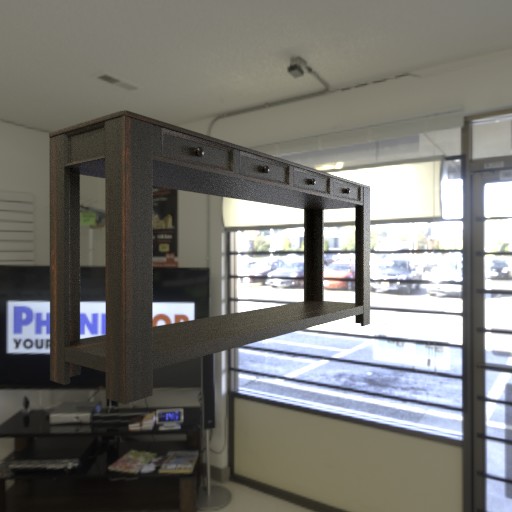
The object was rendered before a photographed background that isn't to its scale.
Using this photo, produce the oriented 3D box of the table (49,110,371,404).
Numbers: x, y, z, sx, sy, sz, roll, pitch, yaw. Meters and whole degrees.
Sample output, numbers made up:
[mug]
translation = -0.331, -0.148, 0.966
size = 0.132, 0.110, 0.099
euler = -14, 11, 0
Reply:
[table]
translation = 0.000, 0.000, 1.906
size = 0.384, 0.762, 1.631
euler = 0, 0, 37
